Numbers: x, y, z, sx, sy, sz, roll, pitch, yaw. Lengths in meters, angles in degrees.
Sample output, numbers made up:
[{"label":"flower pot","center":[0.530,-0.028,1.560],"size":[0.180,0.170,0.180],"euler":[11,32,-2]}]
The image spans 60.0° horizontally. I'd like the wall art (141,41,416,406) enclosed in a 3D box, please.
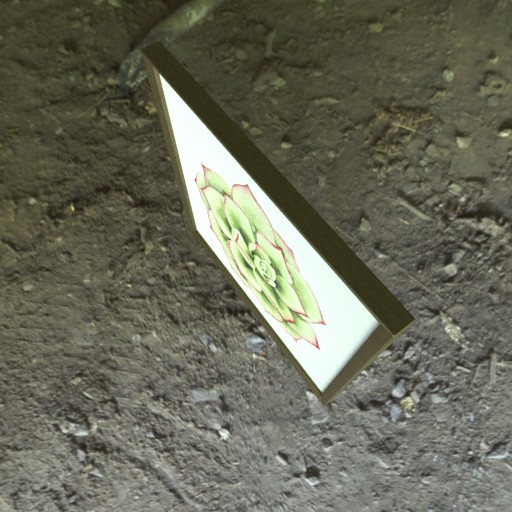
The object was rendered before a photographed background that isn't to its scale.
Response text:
[{"label":"wall art","center":[0.000,0.000,0.755],"size":[0.031,0.506,0.503],"euler":[-33,68,-15]}]
